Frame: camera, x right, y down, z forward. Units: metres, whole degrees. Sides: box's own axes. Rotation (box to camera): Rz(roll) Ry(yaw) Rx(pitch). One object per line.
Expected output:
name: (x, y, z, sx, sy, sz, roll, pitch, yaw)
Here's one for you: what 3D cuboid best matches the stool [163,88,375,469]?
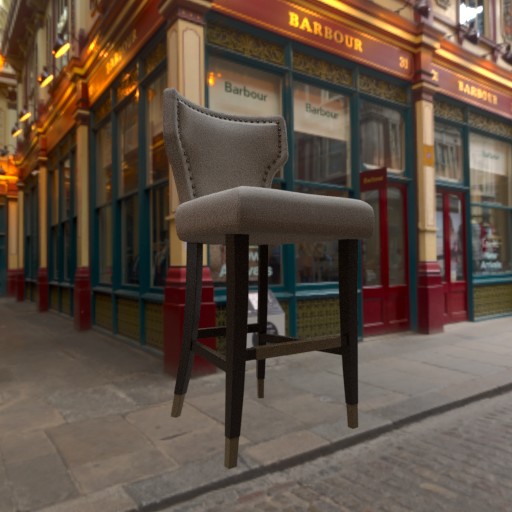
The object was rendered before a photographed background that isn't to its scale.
stool: (0.000, 0.000, 1.445, 0.526, 1.092, 0.563, 1, -1, -36)
